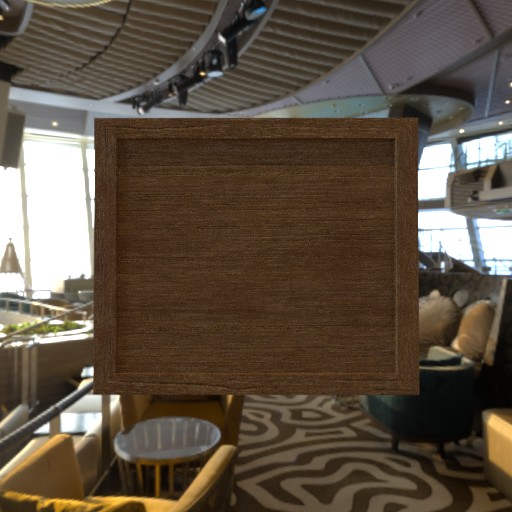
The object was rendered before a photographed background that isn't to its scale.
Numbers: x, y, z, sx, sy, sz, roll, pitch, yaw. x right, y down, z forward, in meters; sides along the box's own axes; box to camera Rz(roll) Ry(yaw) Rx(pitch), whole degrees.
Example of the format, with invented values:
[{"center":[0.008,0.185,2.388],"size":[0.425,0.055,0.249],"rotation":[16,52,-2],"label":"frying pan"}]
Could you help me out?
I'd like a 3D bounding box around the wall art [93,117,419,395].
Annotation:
[{"center":[0.000,0.000,0.953],"size":[0.690,0.588,0.026],"rotation":[0,-1,0],"label":"wall art"}]
